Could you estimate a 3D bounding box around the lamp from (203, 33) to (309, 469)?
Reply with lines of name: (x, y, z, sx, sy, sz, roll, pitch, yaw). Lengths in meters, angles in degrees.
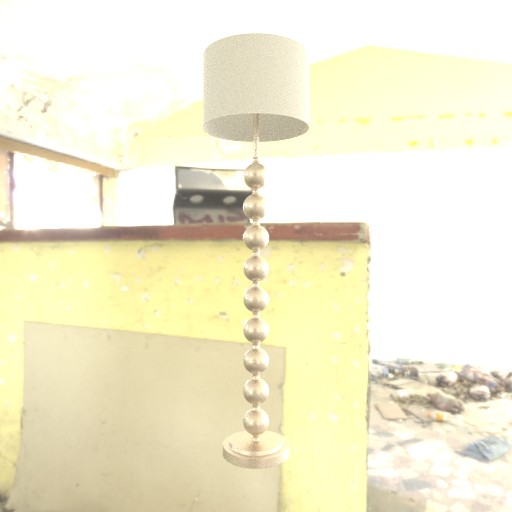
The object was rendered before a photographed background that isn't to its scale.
lamp: (0.000, 0.000, 1.652, 0.394, 1.474, 0.394, 1, 1, 36)
